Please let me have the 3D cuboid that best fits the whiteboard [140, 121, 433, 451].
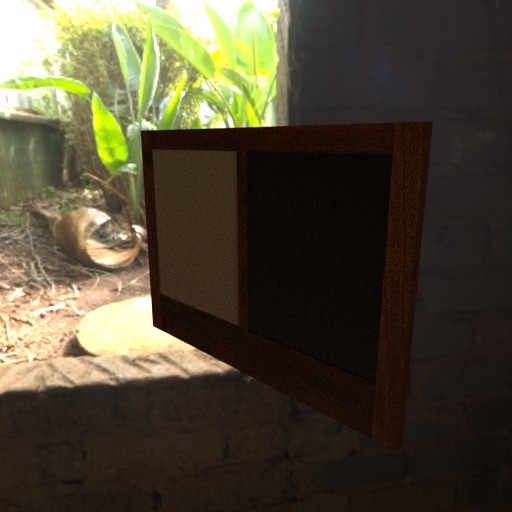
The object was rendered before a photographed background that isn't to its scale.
[{"bbox_3d":[0.000,0.000,0.995,0.768,0.553,0.083,14,20,43],"label":"whiteboard"}]
